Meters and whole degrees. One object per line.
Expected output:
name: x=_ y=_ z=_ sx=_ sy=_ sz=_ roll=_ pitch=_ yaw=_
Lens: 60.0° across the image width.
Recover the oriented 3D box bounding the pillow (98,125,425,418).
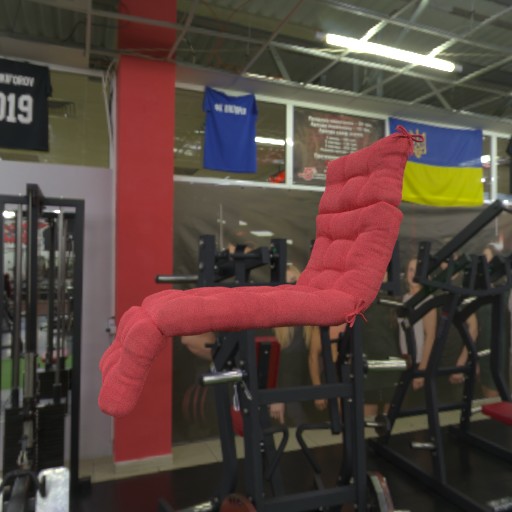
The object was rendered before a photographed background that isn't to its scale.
pillow: x=0.000 y=0.000 z=1.525 sx=1.016 sy=0.863 sz=0.526 roll=0 pitch=-1 yaw=-19
